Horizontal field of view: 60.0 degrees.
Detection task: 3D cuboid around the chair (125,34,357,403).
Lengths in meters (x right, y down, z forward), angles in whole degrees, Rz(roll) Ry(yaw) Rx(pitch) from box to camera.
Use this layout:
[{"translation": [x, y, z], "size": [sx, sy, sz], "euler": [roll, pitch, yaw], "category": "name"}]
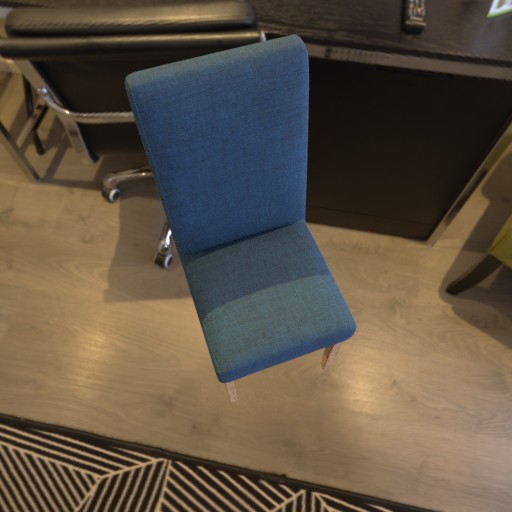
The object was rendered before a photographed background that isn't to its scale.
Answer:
[{"translation": [0.000, 0.000, 1.366], "size": [0.450, 1.029, 0.610], "euler": [-17, 64, -9], "category": "chair"}]
